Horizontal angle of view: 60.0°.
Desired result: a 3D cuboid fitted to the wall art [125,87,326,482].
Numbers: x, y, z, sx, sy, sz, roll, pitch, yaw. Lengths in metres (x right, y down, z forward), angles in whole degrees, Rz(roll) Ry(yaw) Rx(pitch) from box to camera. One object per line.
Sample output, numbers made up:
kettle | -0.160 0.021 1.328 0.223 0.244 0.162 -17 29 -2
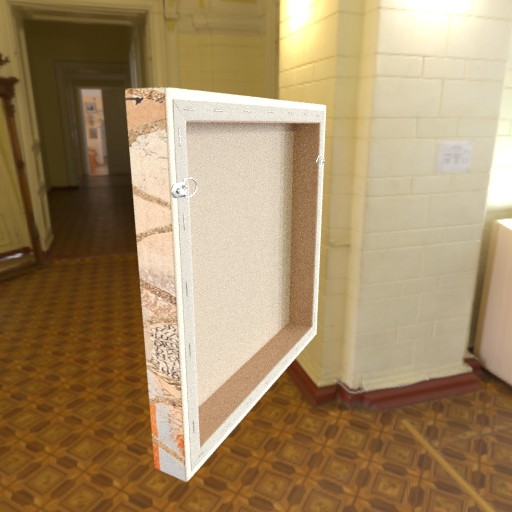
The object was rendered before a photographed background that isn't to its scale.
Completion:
wall art | 0.000 0.000 0.454 0.036 0.304 0.303 8 18 27
